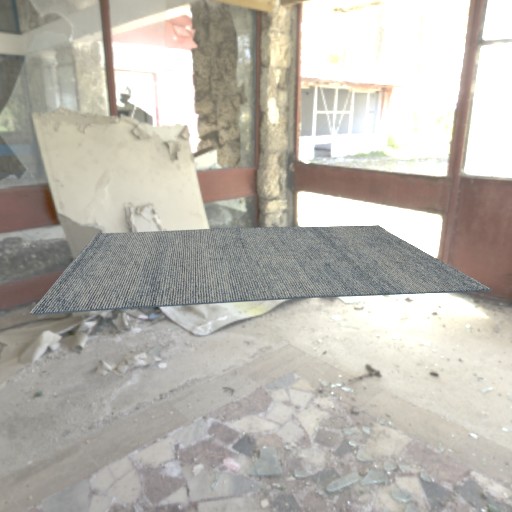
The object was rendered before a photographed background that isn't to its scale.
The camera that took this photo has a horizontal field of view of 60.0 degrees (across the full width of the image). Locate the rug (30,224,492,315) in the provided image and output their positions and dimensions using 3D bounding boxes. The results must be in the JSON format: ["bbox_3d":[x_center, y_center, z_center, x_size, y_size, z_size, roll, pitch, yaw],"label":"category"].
[{"bbox_3d":[0.000,0.000,2.220,1.777,0.021,1.145,-2,17,-7],"label":"rug"}]
